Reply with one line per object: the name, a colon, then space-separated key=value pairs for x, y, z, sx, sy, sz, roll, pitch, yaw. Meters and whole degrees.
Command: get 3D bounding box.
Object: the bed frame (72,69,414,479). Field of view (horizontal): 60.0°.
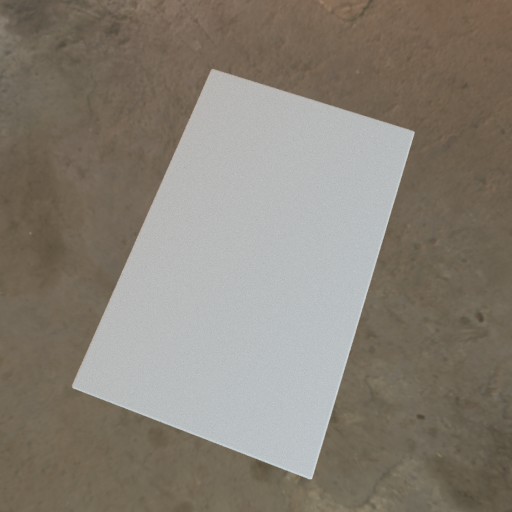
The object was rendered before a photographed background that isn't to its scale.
bed frame: x=0.000 y=0.000 z=3.831 sx=1.930 sy=0.440 sz=2.987 roll=19 pitch=76 yaw=5
